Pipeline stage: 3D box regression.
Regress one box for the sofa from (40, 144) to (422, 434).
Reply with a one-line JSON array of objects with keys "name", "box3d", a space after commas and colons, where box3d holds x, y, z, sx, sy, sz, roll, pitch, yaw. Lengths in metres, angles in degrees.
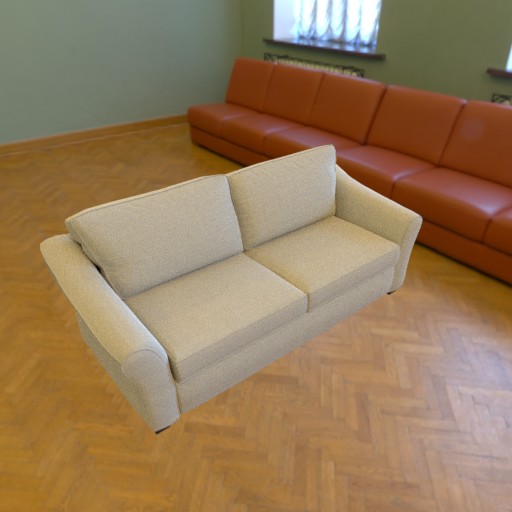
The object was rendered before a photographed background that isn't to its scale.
[{"name": "sofa", "box3d": [0.000, 0.000, 2.817, 2.270, 0.965, 0.980, -23, 38, -32]}]
